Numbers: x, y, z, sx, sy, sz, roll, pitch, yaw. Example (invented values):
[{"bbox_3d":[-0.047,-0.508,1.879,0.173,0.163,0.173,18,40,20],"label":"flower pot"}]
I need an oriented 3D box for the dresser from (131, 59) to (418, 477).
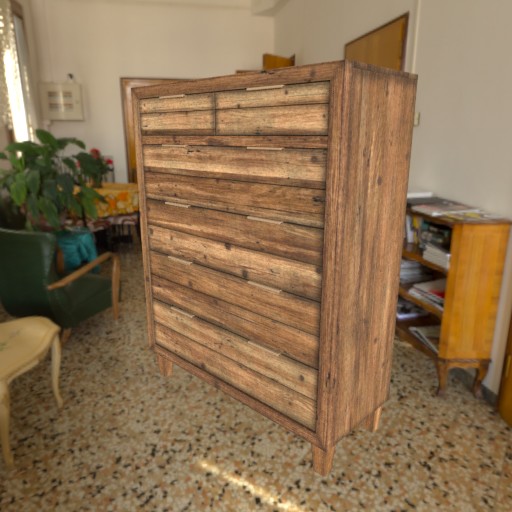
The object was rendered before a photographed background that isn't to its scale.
[{"bbox_3d":[0.000,0.000,1.848,1.067,1.359,0.438,14,21,42],"label":"dresser"}]
